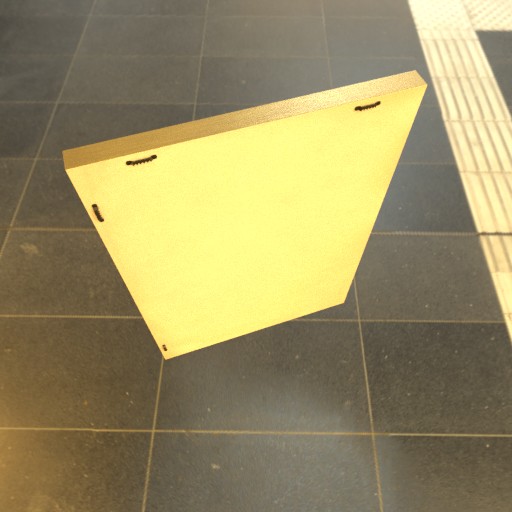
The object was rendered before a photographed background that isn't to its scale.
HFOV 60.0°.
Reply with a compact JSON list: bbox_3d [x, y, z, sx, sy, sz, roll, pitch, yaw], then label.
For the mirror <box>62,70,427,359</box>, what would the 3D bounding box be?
[{"bbox_3d":[0.000,0.000,0.898,0.507,0.710,0.040,-16,60,-10],"label":"mirror"}]
